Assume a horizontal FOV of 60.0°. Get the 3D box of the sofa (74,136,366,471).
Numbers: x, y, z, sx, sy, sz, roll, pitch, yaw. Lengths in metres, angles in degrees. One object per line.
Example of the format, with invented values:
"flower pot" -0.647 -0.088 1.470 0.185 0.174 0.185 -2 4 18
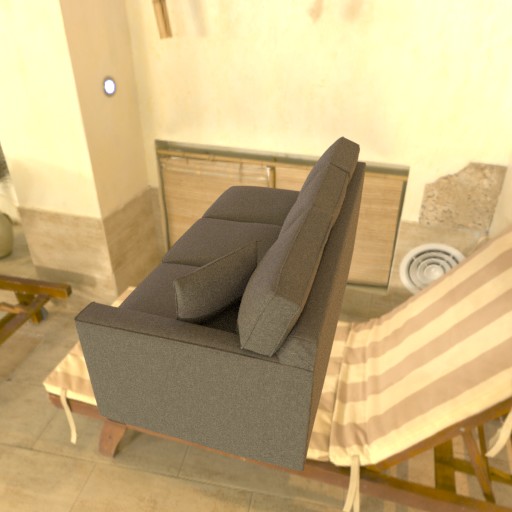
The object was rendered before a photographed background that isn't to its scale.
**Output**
"sofa" 0.000 0.000 2.572 1.034 0.946 1.963 9 32 14
